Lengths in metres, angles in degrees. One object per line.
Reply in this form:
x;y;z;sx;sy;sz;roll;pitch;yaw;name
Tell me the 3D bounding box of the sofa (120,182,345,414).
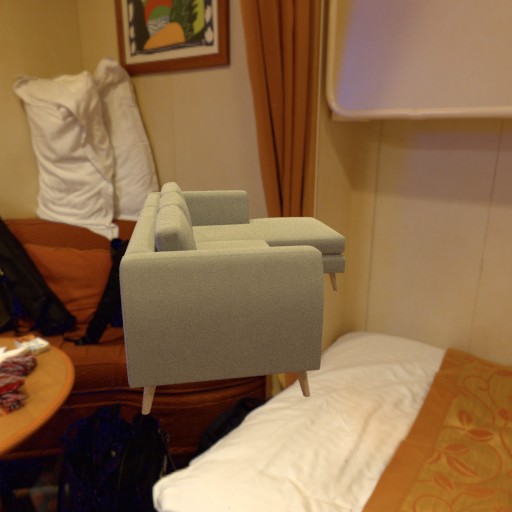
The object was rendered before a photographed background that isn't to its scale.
0.000;0.000;3.103;1.580;0.860;2.300;-3;16;-10;sofa
